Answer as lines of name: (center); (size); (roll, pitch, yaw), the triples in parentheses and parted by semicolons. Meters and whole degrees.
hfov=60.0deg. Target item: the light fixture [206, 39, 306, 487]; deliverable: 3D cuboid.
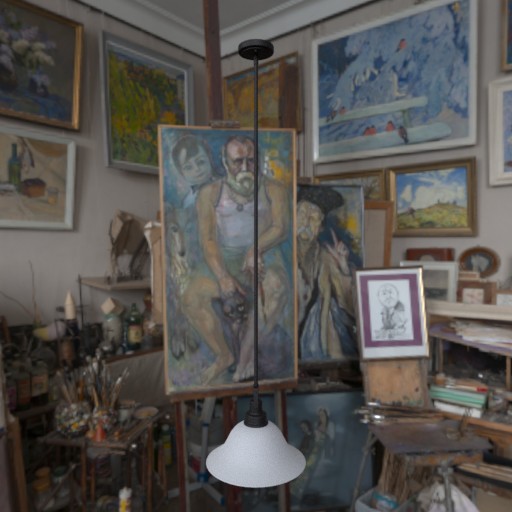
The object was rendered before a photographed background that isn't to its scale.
light fixture: (0.000, 0.000, 1.433); (0.324, 1.337, 0.324); (0, 1, 1)
